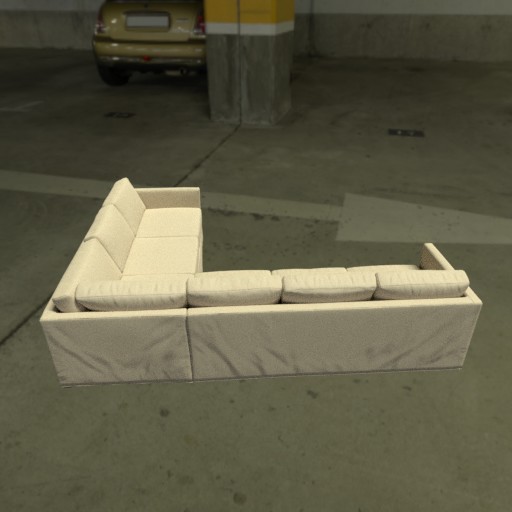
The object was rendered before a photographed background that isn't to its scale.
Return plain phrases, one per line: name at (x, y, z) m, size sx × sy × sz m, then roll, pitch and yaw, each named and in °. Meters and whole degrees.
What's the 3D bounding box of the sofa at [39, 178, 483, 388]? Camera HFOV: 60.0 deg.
sofa at (0.000, 0.000, 4.303) m, size 3.182 × 0.871 × 2.432 m, roll -2°, pitch 31°, yaw -3°
